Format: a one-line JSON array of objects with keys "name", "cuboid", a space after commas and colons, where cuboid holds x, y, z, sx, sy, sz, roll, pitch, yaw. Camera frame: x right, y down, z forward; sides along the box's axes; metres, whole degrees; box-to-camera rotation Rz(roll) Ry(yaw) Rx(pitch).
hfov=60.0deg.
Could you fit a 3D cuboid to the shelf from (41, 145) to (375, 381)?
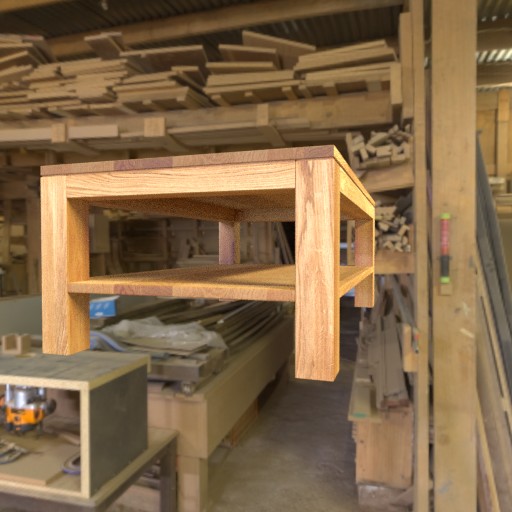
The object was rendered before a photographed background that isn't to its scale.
[{"name": "shelf", "cuboid": [0.000, 0.000, 1.497, 0.700, 0.450, 1.150, 0, 1, 19]}]
